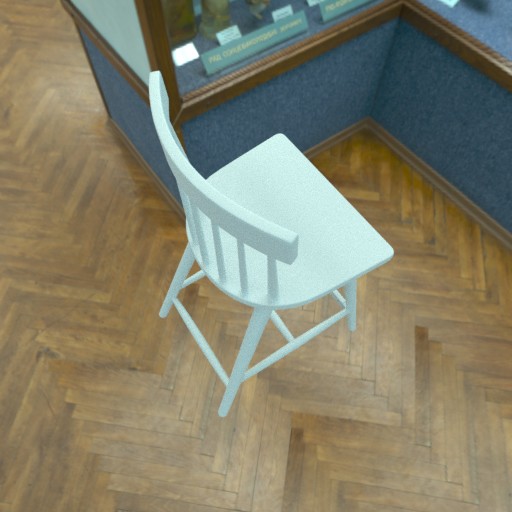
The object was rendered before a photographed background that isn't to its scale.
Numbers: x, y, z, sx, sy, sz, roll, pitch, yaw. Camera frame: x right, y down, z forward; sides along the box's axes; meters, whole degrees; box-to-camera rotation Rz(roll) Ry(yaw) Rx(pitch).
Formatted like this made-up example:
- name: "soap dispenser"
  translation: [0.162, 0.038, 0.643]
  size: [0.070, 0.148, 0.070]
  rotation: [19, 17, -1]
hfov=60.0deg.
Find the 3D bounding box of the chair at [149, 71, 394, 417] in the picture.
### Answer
- name: "chair"
  translation: [0.000, 0.000, 1.209]
  size: [0.572, 0.952, 0.483]
  rotation: [-30, 65, -16]
